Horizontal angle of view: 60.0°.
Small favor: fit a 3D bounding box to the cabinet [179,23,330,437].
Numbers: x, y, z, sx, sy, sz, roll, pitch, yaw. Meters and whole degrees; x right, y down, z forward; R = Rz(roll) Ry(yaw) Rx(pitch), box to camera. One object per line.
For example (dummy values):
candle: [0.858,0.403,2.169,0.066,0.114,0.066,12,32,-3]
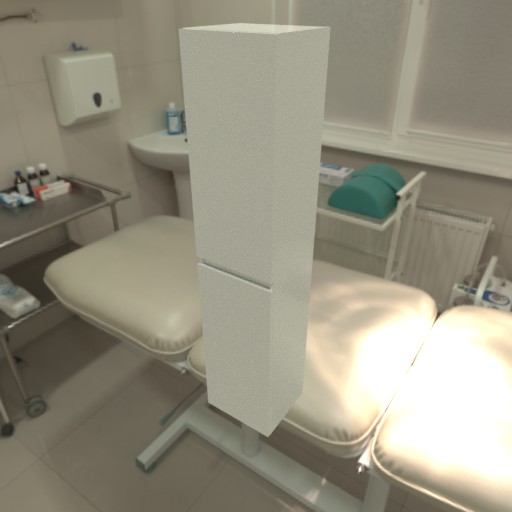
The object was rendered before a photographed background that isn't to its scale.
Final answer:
cabinet: [0.000,0.000,1.525,0.300,1.400,0.270,19,36,29]
